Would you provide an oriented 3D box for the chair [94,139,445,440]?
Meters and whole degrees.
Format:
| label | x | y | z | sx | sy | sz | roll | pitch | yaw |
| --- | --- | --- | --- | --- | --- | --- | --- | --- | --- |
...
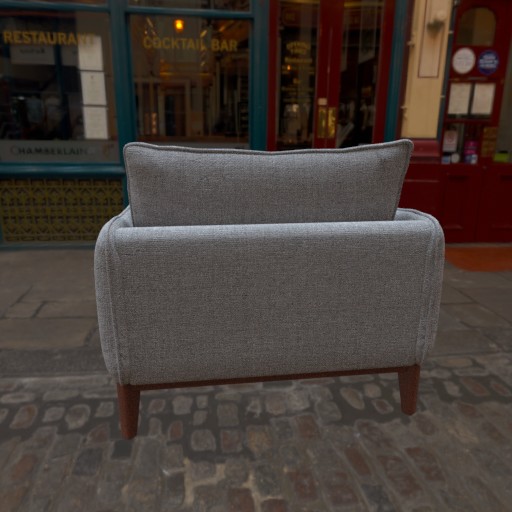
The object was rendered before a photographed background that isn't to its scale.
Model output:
| label | x | y | z | sx | sy | sz | roll | pitch | yaw |
| --- | --- | --- | --- | --- | --- | --- | --- | --- | --- |
| chair | 0.000 | 0.000 | 1.651 | 0.993 | 0.839 | 0.976 | -2 | 15 | -8 |
